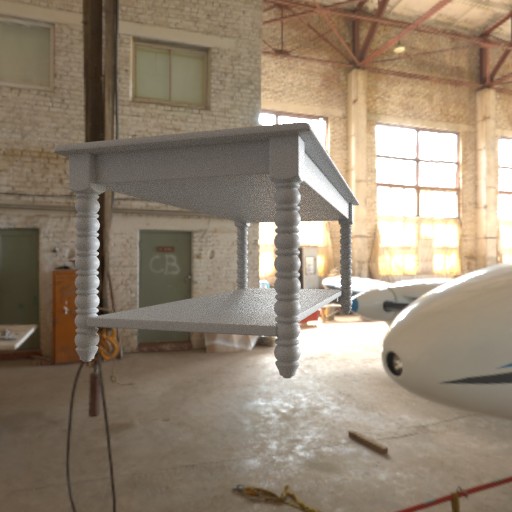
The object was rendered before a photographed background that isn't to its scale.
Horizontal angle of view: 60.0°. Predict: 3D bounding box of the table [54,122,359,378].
[{"bbox_3d":[0.000,0.000,1.451,0.580,0.487,1.171,0,-1,18],"label":"table"}]
